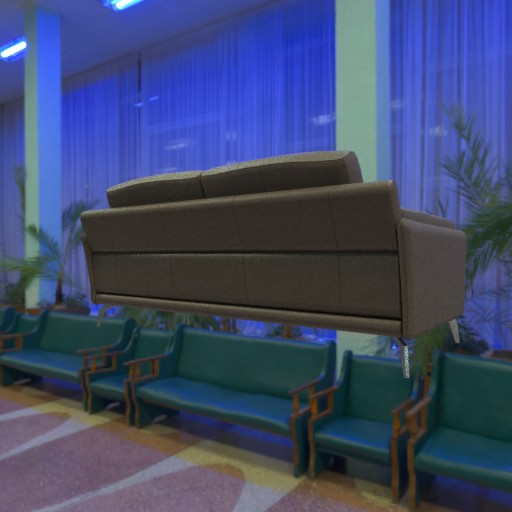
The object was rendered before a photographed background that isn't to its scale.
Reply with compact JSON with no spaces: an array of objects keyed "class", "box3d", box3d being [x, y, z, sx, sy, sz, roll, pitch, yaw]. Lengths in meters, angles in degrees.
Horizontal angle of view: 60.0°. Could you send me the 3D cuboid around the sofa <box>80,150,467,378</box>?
[{"class":"sofa","box3d":[0.000,0.000,2.618,2.101,0.930,1.049,0,0,37]}]
